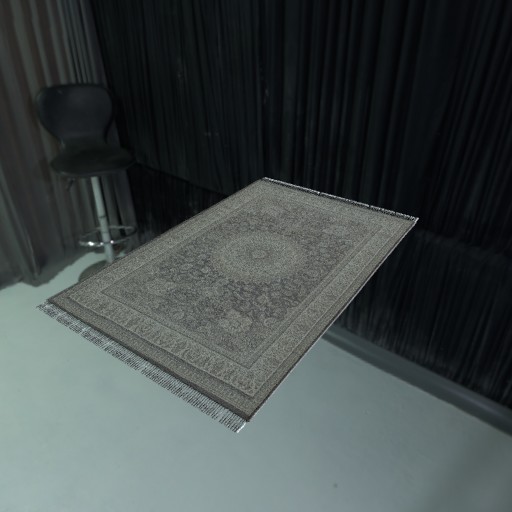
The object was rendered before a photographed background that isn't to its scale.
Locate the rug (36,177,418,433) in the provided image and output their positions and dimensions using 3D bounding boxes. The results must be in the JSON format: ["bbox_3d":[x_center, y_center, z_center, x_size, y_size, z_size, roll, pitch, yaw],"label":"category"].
[{"bbox_3d":[0.000,0.000,3.117,1.528,0.010,2.440,21,38,29],"label":"rug"}]
